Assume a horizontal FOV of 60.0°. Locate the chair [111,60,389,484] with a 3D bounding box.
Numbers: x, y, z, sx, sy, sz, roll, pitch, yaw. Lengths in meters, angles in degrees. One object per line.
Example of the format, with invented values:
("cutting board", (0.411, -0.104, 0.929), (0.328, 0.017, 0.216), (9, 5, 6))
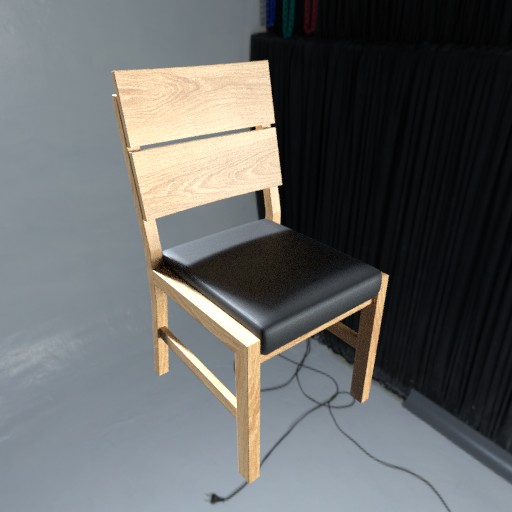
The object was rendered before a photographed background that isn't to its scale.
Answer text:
("chair", (0.000, 0.000, 1.239), (0.475, 0.950, 0.569), (-20, 34, -33))
